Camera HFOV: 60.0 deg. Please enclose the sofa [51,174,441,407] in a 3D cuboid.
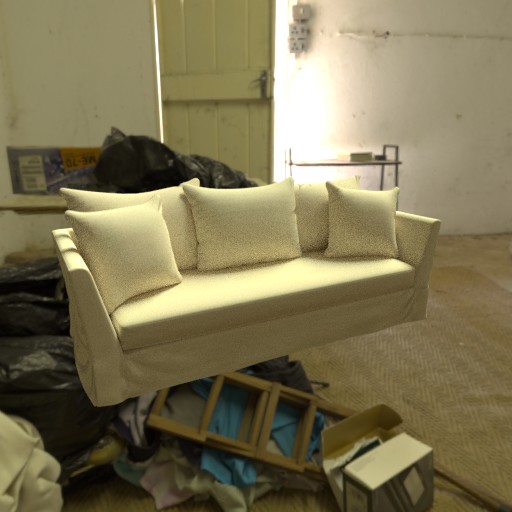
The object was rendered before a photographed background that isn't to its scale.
[{"bbox_3d":[0.000,0.000,3.074,2.484,1.042,1.030,-8,18,-27],"label":"sofa"}]
